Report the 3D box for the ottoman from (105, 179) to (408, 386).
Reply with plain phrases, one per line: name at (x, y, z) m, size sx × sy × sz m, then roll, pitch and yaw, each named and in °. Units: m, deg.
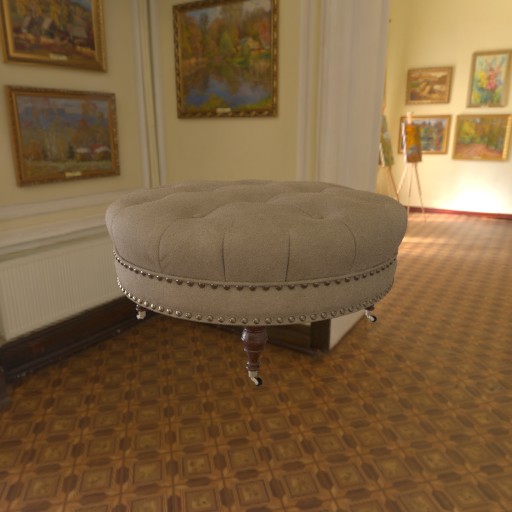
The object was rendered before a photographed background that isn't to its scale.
ottoman at (0.000, 0.000, 1.410) m, size 0.901 × 0.439 × 0.901 m, roll 0°, pitch 16°, yaw 0°
